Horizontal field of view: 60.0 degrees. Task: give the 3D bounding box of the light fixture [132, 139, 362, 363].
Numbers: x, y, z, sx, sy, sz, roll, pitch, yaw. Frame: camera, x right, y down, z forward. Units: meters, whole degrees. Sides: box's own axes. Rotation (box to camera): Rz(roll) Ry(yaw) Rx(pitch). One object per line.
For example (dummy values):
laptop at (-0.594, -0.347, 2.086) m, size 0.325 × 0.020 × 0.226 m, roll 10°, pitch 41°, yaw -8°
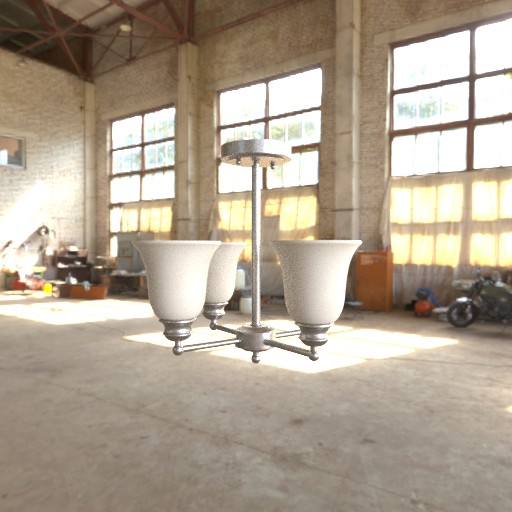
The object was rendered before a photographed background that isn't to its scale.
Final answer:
light fixture at (0.000, 0.000, 0.761) m, size 0.427 × 0.370 × 0.427 m, roll -1°, pitch 1°, yaw -35°
